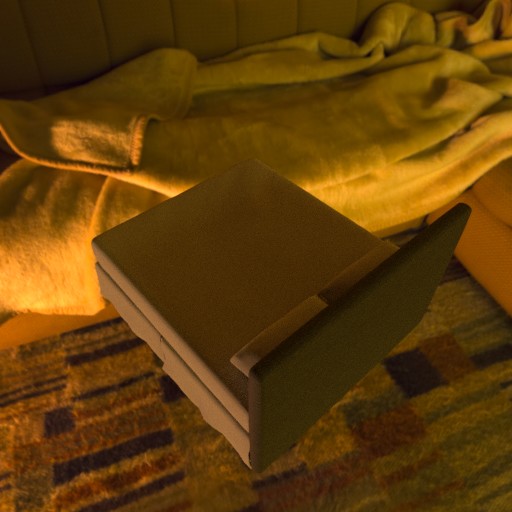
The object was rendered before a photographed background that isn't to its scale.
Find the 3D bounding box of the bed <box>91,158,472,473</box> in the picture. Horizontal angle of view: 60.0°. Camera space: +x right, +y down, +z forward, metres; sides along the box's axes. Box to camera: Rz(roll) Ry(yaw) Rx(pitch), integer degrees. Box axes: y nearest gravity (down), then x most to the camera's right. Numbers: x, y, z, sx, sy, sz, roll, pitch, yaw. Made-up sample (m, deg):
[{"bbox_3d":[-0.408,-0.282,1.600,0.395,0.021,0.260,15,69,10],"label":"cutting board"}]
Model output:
[{"bbox_3d":[0.000,0.000,3.381,1.884,1.330,2.142,-33,55,-27],"label":"bed"}]
